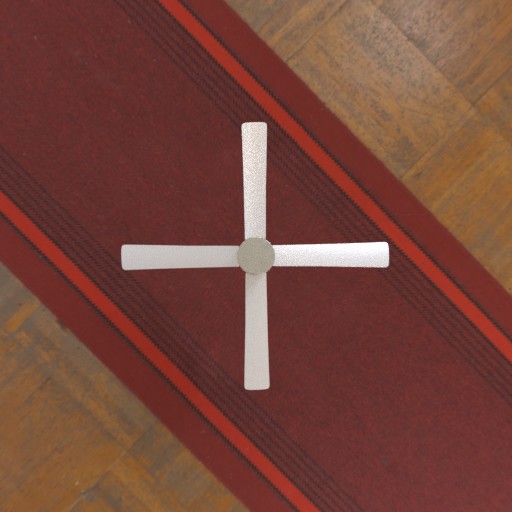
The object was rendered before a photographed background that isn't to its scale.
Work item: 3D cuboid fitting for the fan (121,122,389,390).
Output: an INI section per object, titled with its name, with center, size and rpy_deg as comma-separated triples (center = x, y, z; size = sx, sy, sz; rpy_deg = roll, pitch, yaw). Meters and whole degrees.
[fan]
center = 0.000, 0.000, 2.350
size = 1.525, 0.539, 1.525
rpy_deg = 0, 90, -1
